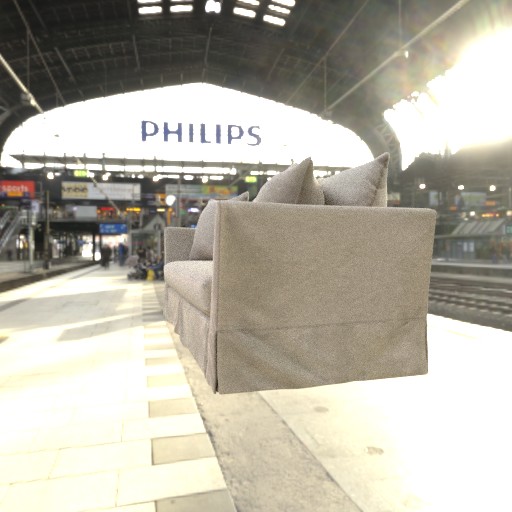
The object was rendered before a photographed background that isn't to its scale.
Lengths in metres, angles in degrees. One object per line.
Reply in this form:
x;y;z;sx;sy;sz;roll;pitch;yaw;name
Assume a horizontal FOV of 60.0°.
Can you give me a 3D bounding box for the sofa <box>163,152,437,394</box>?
0.000;0.000;2.880;1.031;1.034;2.290;0;1;-17;sofa
